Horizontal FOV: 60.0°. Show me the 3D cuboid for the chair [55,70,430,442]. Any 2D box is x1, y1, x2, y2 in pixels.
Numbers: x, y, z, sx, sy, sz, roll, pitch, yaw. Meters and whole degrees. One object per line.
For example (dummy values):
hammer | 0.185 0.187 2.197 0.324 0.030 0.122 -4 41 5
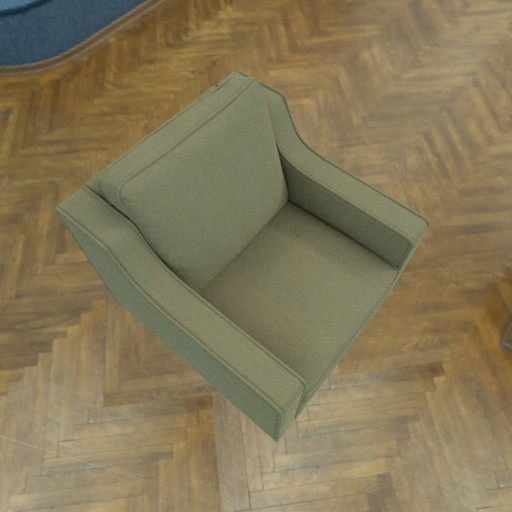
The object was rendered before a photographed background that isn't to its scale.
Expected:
chair | 0.000 0.000 1.637 0.909 0.960 0.831 36 66 19
